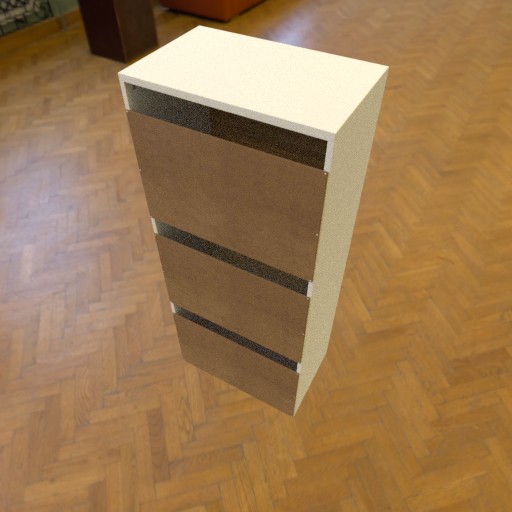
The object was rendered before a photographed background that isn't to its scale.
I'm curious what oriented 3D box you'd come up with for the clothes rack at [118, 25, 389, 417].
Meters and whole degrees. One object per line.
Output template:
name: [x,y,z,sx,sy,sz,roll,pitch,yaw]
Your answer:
clothes rack: [0.000,0.000,1.395,0.500,1.187,0.331,22,51,19]
